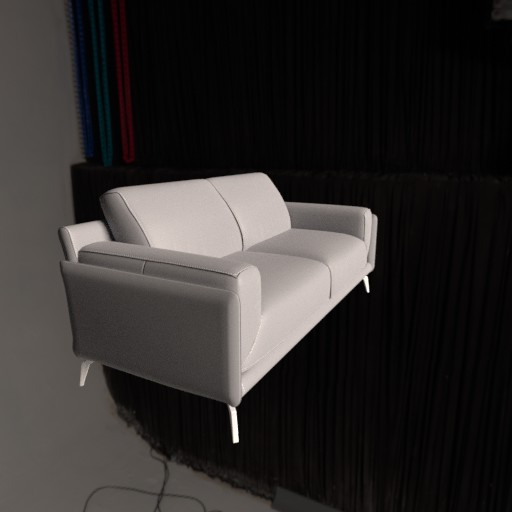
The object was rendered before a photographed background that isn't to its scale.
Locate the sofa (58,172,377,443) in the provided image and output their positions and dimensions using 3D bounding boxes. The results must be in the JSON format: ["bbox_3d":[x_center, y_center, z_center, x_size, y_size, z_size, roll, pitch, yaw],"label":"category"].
[{"bbox_3d":[0.000,0.000,2.651,0.969,0.900,2.100,7,16,27],"label":"sofa"}]
